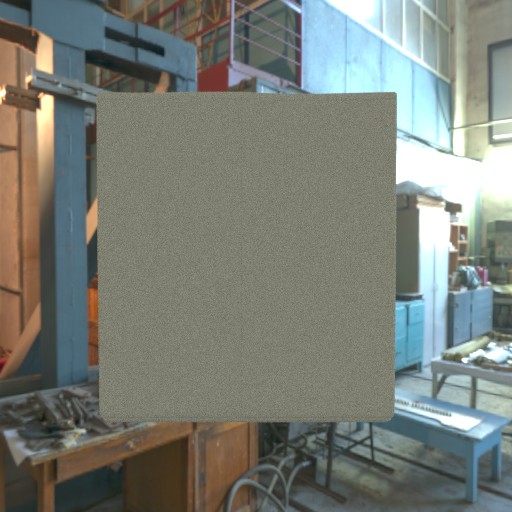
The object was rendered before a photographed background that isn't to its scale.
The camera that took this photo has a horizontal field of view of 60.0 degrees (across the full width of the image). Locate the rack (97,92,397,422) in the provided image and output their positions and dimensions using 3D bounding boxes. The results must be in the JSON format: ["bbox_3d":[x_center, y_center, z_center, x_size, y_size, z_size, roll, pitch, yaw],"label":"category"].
[{"bbox_3d":[0.000,0.000,0.504,0.270,0.280,0.270,0,1,0],"label":"rack"}]
